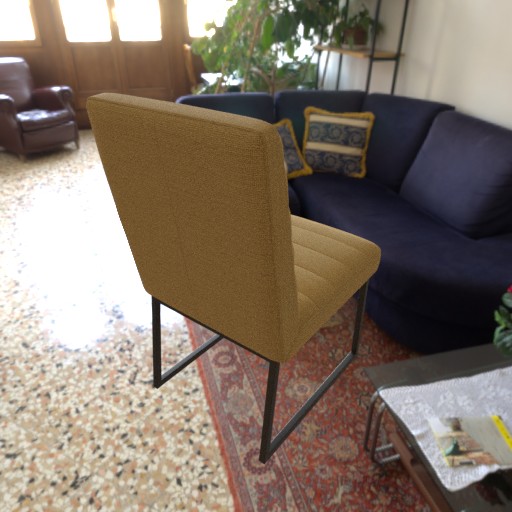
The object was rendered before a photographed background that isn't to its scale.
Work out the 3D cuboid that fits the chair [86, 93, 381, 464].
[{"bbox_3d":[0.000,0.000,1.288,0.520,0.930,0.634,21,36,33],"label":"chair"}]
